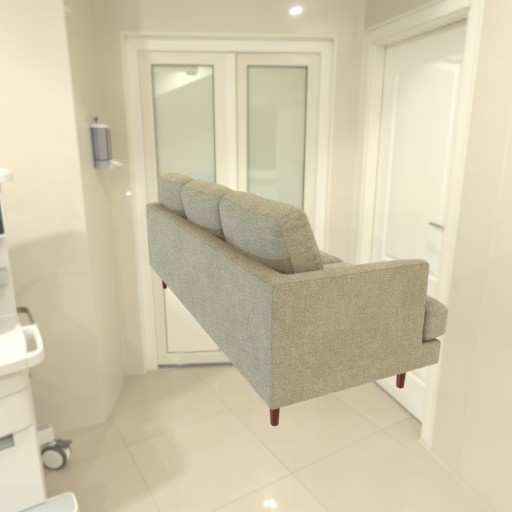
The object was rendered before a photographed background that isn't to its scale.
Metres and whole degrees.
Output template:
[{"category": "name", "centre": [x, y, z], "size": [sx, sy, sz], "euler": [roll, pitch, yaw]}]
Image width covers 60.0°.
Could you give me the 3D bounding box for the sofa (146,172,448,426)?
[{"category": "sofa", "centre": [0.000, 0.000, 2.768], "size": [0.903, 0.930, 2.246], "euler": [-7, 16, -24]}]
